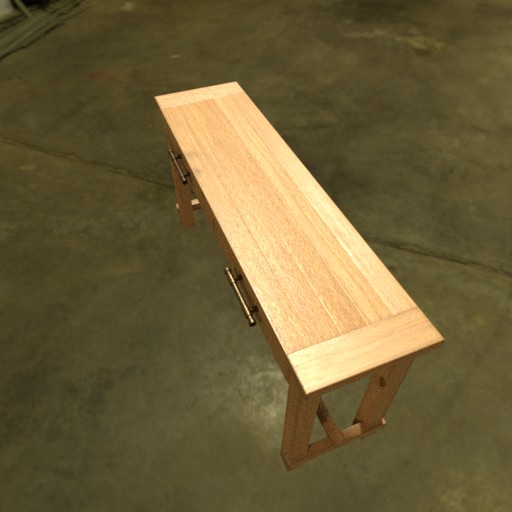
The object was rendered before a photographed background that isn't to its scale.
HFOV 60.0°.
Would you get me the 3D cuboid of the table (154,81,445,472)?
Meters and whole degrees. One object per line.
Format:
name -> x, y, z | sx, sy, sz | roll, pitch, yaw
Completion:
table -> 0.000, 0.000, 1.904 | 0.442, 0.762, 1.599 | -17, 49, -15
